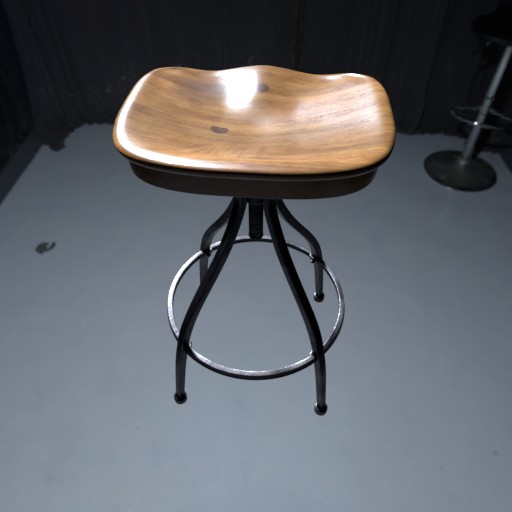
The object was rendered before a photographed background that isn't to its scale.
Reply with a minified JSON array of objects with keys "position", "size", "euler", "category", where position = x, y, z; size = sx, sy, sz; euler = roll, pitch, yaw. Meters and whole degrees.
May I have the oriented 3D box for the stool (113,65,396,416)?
[{"position":[0.000,0.000,0.956],"size":[0.432,0.694,0.424],"euler":[4,47,3],"category":"stool"}]
